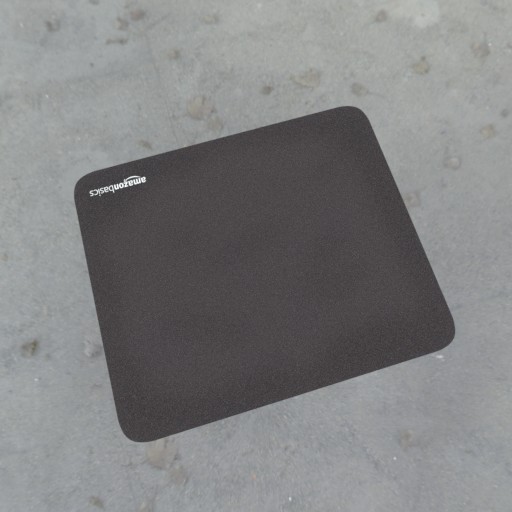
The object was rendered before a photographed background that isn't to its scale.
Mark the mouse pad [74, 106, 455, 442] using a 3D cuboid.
[{"bbox_3d":[0.000,0.000,0.338,0.249,0.002,0.211,-16,74,-5],"label":"mouse pad"}]
